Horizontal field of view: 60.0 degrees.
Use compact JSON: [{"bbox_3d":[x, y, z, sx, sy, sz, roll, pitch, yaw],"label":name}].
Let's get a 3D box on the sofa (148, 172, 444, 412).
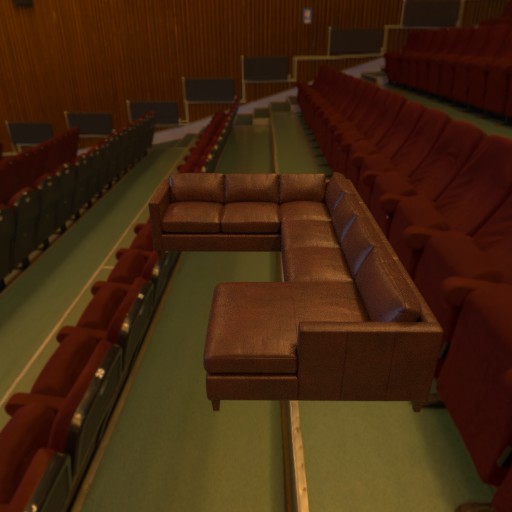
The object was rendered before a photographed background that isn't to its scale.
[{"bbox_3d":[0.000,0.000,4.458,2.452,0.891,3.324,0,27,0],"label":"sofa"}]
